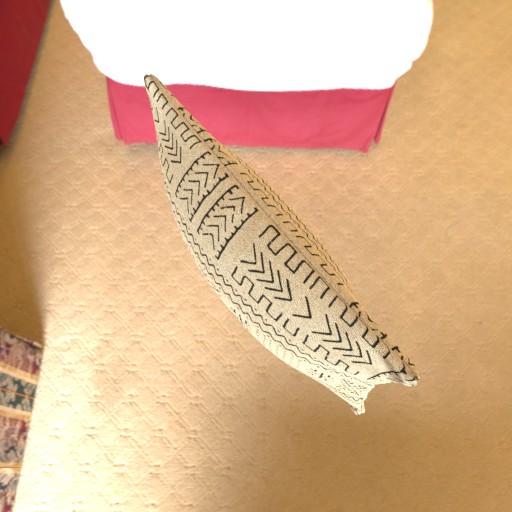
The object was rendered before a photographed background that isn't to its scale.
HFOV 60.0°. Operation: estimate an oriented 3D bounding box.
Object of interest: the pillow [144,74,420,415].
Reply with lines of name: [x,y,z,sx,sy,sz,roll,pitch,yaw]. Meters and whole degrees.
pillow: [0.000,0.000,0.784,0.188,0.352,0.637,-34,69,-15]
